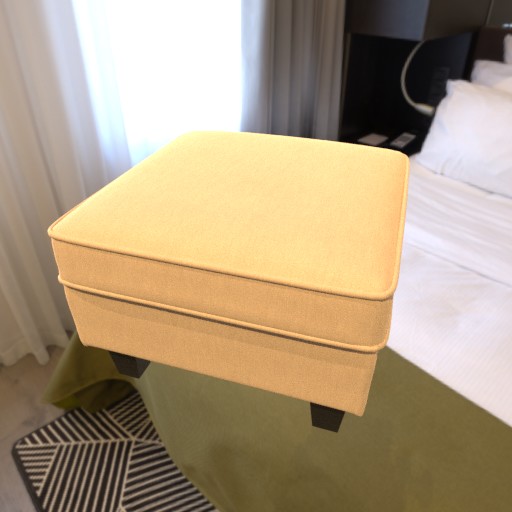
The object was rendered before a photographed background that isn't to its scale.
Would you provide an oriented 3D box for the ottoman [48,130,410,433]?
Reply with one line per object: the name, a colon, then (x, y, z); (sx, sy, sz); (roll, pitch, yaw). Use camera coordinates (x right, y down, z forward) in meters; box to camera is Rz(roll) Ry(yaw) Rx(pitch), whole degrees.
ottoman: (0.000, 0.000, 1.026); (0.613, 0.438, 0.616); (10, 35, 15)
